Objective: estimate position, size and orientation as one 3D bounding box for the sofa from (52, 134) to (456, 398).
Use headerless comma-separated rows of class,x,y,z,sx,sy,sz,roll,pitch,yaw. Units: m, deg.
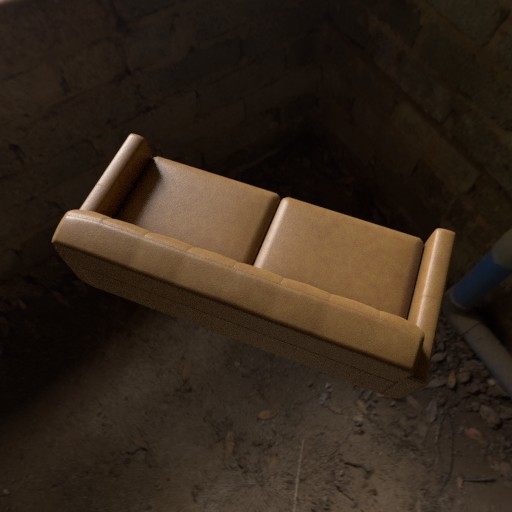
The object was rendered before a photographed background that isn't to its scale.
sofa,0.000,0.000,2.672,2.137,0.892,0.980,19,64,9
